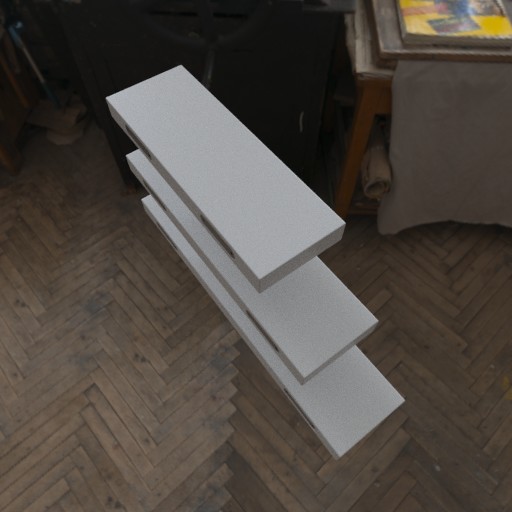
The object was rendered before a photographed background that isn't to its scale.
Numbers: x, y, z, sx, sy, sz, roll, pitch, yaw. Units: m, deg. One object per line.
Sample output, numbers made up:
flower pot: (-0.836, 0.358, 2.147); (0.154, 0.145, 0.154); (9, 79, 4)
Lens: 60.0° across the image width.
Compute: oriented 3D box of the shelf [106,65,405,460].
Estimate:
shelf: (0.000, 0.000, 0.718); (0.140, 0.293, 0.610); (-32, 64, -18)
